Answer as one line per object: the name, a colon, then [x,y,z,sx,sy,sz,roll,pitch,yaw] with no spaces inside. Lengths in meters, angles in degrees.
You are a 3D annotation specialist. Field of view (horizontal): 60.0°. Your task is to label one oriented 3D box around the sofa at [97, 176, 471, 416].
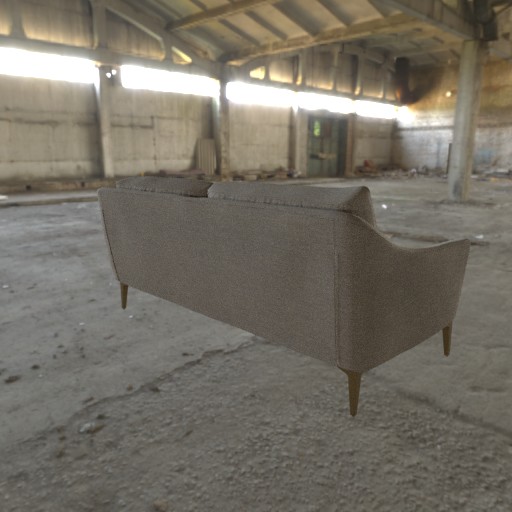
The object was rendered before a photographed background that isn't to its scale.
sofa: [0.000,0.000,2.557,2.036,0.913,0.980,12,18,43]
